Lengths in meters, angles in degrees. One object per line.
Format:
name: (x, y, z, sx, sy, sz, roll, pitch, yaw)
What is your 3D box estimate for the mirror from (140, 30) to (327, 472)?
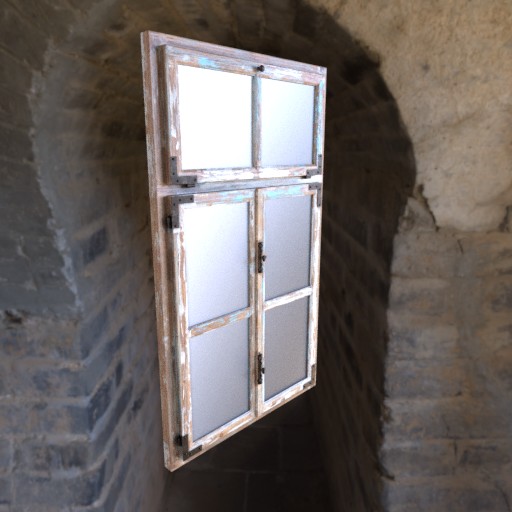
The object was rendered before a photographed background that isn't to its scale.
mirror: (0.000, 0.000, 1.426, 0.083, 1.213, 0.707, 13, 19, 43)
